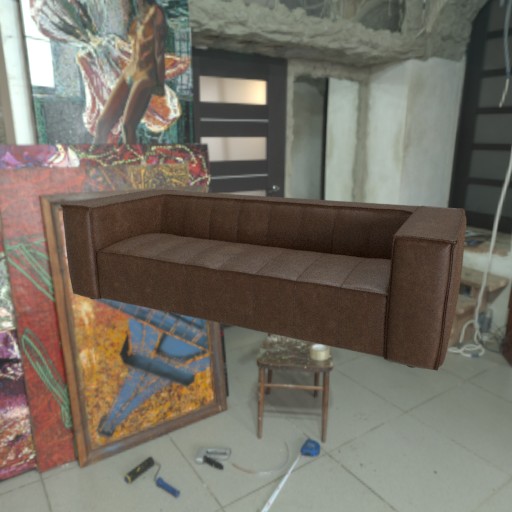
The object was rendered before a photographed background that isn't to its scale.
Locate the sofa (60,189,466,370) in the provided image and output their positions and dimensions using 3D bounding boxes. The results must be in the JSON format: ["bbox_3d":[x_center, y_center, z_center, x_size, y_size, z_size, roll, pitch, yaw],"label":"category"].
[{"bbox_3d":[0.000,0.000,3.063,2.581,0.701,1.102,7,17,26],"label":"sofa"}]
